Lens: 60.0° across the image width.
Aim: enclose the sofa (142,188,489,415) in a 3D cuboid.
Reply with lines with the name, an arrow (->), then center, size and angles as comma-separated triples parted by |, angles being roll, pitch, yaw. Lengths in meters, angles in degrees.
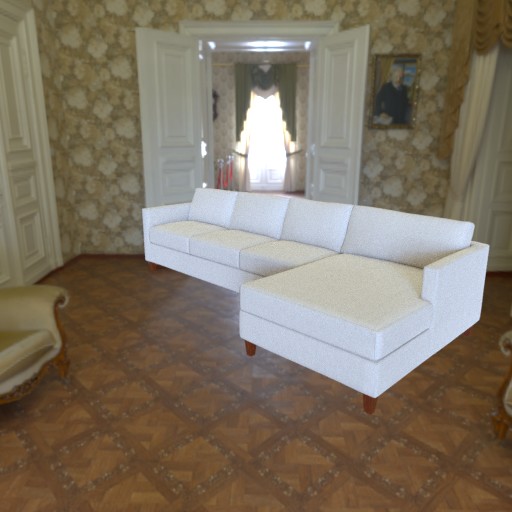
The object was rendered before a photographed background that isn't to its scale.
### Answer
sofa -> 0.000, 0.000, 4.063 | 1.599, 0.954, 3.471 | -14, 20, -43
